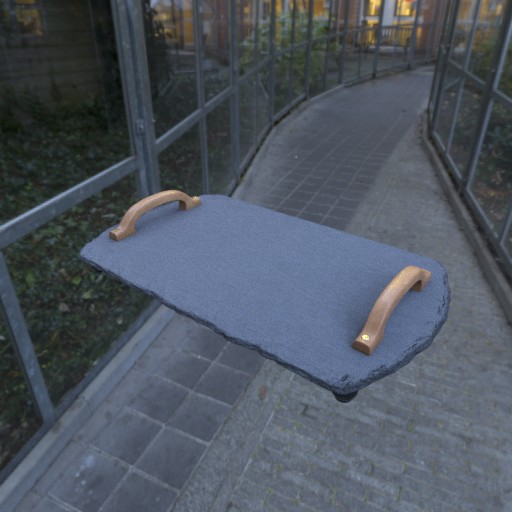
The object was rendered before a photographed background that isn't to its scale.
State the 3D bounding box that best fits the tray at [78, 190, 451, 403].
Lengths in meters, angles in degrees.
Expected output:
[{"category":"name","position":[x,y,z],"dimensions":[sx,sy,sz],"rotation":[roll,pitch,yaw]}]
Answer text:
[{"category":"tray","position":[0.000,0.000,0.471],"dimensions":[0.387,0.062,0.231],"rotation":[21,36,32]}]
